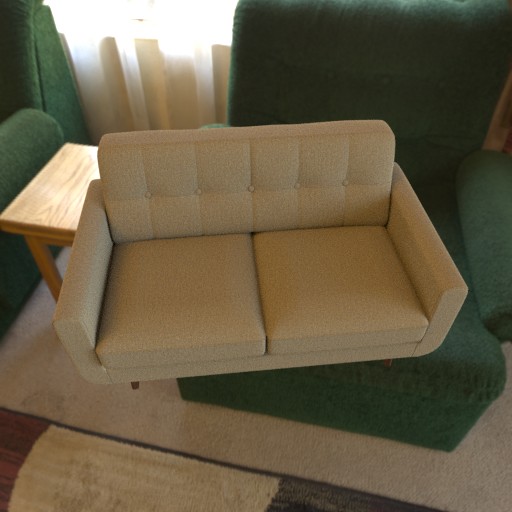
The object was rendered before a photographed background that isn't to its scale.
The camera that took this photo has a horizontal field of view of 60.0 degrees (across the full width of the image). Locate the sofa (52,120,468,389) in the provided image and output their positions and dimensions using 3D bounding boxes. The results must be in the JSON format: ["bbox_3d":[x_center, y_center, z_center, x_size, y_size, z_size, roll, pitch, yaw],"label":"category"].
[{"bbox_3d":[0.000,0.000,2.153,1.651,0.925,0.952,-4,45,-4],"label":"sofa"}]
